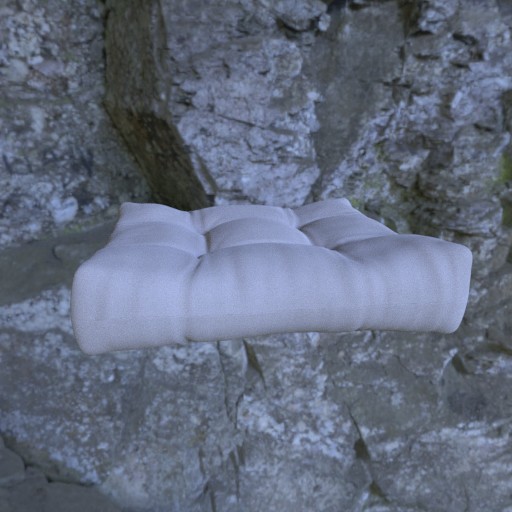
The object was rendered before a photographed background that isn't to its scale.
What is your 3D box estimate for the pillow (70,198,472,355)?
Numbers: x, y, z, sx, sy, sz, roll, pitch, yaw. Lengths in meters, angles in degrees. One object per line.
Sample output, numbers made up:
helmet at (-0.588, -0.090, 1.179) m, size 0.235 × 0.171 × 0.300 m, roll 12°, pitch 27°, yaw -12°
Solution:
pillow at (0.000, 0.000, 0.725) m, size 0.490 × 0.128 × 0.468 m, roll -3°, pitch 16°, yaw -9°
